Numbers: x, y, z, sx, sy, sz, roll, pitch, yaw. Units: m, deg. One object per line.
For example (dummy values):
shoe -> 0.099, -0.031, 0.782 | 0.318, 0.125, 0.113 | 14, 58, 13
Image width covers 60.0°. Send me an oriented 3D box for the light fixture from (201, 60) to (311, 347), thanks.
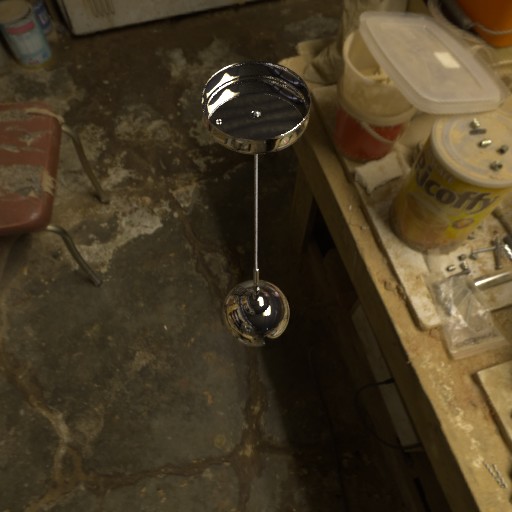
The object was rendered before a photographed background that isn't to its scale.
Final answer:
light fixture -> 0.000, 0.000, 1.681 | 0.336, 1.538, 0.336 | -14, 63, -7
